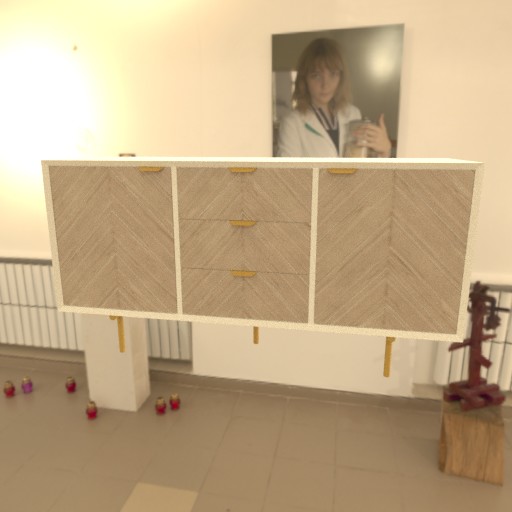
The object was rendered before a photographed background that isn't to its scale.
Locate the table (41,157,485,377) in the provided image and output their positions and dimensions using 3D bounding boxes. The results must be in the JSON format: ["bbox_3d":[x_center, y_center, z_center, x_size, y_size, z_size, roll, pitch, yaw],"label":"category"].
[{"bbox_3d":[0.000,0.000,1.803,1.500,0.769,0.508,3,14,11],"label":"table"}]
